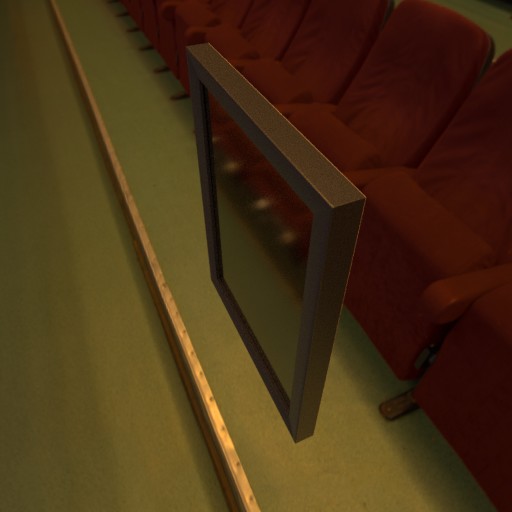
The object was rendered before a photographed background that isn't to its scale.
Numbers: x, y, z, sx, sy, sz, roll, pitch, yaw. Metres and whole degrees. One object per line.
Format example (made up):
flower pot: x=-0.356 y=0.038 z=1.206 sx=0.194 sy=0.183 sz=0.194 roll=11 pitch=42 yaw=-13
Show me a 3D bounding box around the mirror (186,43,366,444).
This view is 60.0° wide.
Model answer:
mirror: x=0.000 y=0.000 z=0.699 sx=0.041 sy=0.508 sz=0.405 roll=-18 pitch=48 yaw=-17
